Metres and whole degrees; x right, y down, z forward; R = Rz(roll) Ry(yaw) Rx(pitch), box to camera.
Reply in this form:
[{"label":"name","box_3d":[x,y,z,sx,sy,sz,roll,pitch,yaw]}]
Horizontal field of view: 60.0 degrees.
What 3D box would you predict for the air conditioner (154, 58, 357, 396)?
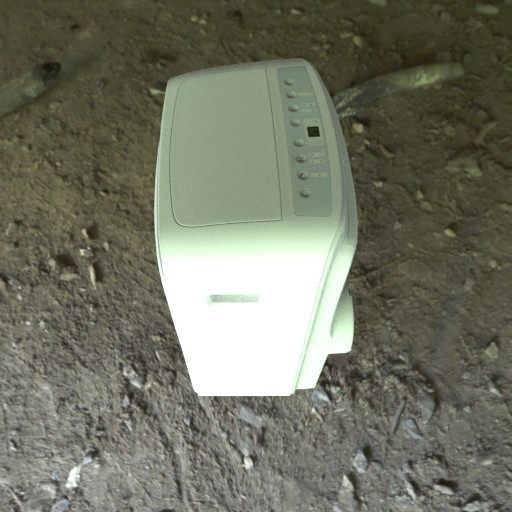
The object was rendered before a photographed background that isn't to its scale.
[{"label":"air conditioner","box_3d":[0.000,0.000,0.949,0.365,0.700,0.454,-3,59,-2]}]
